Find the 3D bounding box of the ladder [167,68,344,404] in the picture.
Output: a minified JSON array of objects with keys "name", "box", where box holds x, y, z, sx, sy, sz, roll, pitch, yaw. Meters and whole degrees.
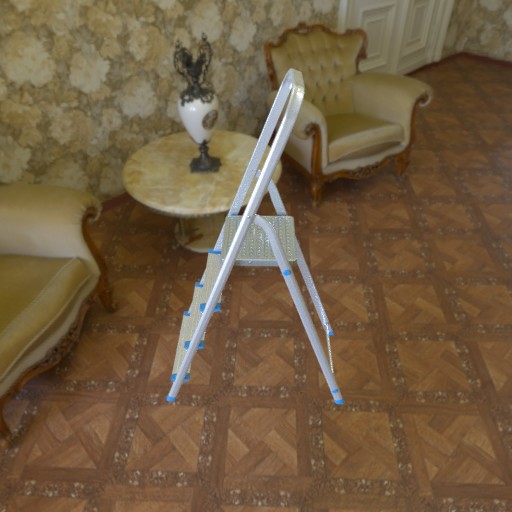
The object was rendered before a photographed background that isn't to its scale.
[{"name":"ladder","box":[0.000,0.000,1.814,0.842,1.434,0.445,1,39,1]}]
